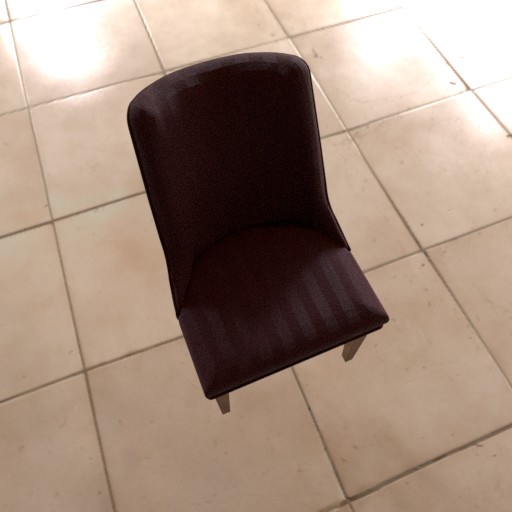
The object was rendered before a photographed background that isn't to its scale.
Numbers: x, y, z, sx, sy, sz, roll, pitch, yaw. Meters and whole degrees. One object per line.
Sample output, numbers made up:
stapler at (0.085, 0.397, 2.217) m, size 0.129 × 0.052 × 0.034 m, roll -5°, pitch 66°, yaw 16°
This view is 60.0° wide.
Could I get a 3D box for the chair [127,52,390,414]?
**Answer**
chair at (0.000, 0.000, 1.296) m, size 0.548 × 0.916 × 0.638 m, roll -20°, pitch 65°, yaw -10°
